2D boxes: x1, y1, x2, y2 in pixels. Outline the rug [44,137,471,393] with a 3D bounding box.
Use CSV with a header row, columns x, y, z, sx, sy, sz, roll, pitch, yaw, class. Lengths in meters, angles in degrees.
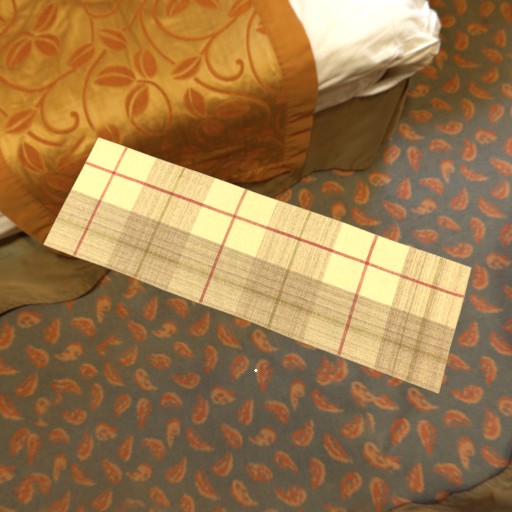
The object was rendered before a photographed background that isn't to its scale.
x,y,z,sx,sy,sz,roll,pitch,yaw,class
0.000,0.000,2.641,2.439,0.013,0.762,20,76,5,rug
